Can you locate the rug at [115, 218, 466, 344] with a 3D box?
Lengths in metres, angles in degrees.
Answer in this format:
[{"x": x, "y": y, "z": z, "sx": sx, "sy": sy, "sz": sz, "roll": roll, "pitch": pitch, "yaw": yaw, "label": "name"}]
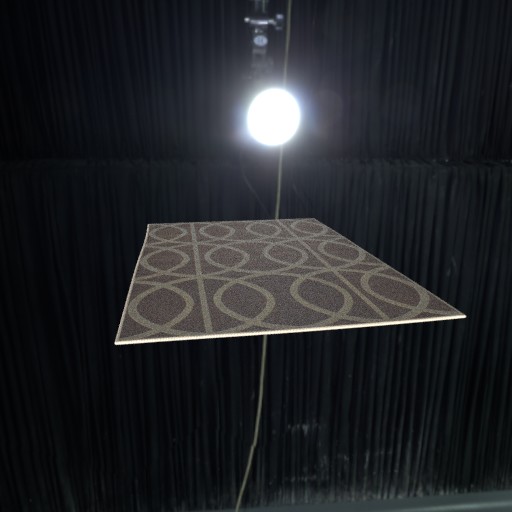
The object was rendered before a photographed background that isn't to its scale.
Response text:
[{"x": 0.000, "y": 0.000, "z": 2.933, "sx": 1.526, "sy": 0.014, "sz": 2.290, "roll": -3, "pitch": 16, "yaw": -10, "label": "rug"}]
